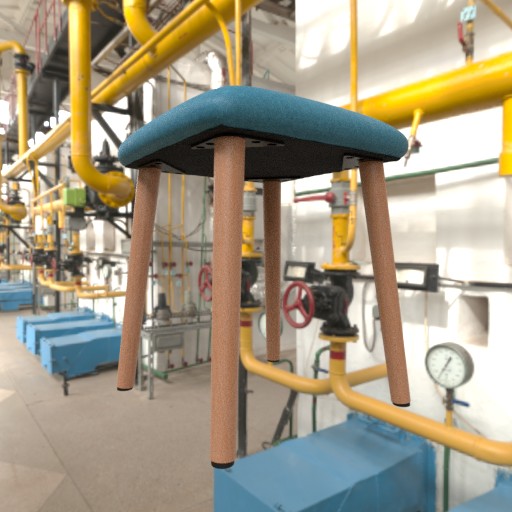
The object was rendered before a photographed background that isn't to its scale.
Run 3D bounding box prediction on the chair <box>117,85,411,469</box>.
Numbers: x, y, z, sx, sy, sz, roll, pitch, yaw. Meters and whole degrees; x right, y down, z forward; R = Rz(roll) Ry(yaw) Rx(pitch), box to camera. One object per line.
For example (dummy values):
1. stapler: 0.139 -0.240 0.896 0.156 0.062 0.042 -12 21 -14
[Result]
1. chair: 0.000 0.000 0.707 0.360 0.450 0.360 -1 1 -36
